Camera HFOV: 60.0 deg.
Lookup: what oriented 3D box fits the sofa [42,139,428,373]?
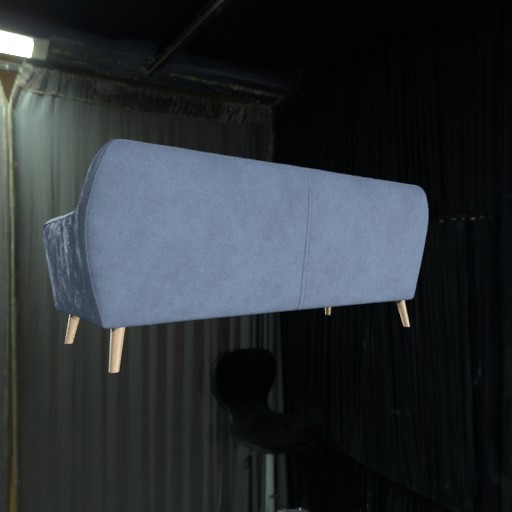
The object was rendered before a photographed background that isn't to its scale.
[{"bbox_3d":[0.000,0.000,2.367,1.975,0.832,0.841,0,0,-36],"label":"sofa"}]
